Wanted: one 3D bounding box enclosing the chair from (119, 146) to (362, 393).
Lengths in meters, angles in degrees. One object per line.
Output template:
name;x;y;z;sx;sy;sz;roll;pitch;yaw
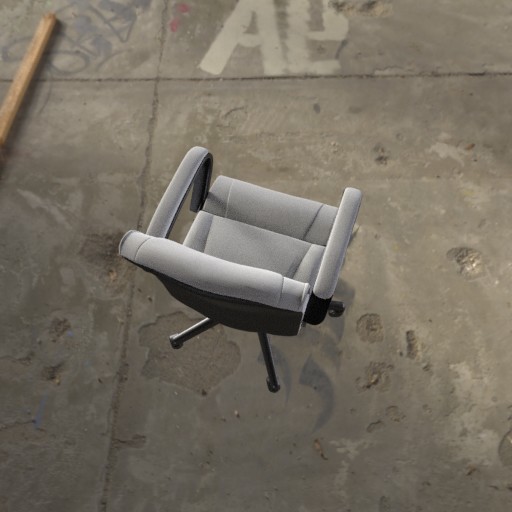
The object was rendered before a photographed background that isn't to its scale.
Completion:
chair;0.000;0.000;1.517;0.739;1.004;0.717;17;64;9
